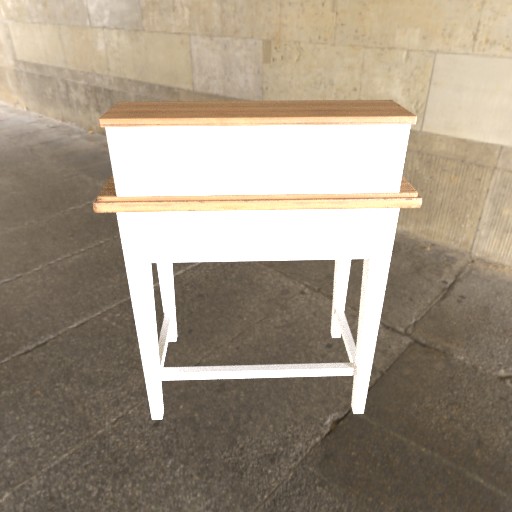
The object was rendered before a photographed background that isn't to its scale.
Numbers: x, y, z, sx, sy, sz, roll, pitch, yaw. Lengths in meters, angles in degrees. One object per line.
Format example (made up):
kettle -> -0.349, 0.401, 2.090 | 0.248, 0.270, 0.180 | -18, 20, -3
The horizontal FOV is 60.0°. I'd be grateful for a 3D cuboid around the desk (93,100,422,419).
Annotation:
desk -> 0.000, 0.000, 1.437 | 0.814, 0.981, 0.462 | -1, 30, -2
